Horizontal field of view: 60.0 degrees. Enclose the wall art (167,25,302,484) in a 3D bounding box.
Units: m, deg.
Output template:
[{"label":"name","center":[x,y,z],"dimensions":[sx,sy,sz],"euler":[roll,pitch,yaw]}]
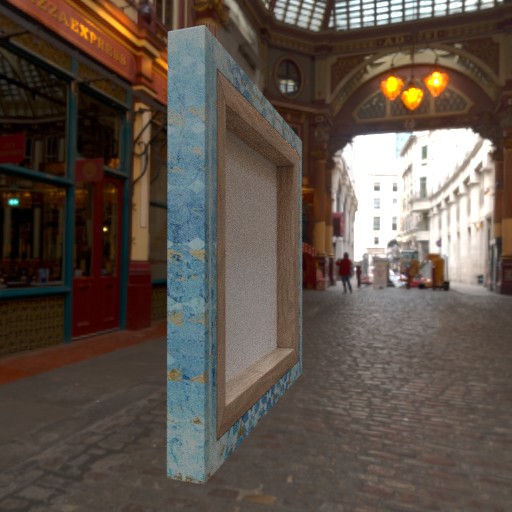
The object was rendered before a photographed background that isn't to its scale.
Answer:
[{"label":"wall art","center":[0.000,0.000,0.588],"dimensions":[0.037,0.405,0.405],"euler":[0,-1,18]}]
